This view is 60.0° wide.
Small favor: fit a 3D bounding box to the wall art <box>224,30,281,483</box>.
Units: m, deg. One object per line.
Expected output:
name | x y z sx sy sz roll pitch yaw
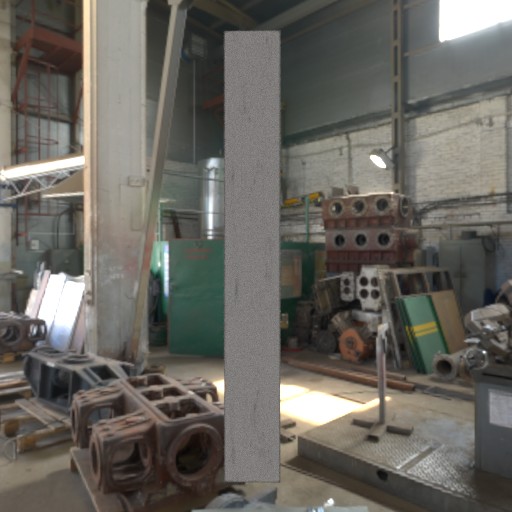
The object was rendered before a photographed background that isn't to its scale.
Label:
wall art | 0.000 0.000 0.451 0.038 0.305 0.305 0 0 1
